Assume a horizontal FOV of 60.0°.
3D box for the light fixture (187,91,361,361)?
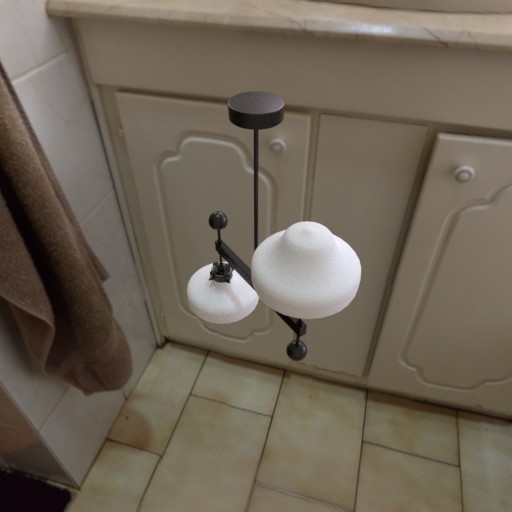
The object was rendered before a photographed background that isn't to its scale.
[{"bbox_3d":[0.000,0.000,1.044,0.489,0.743,0.422,12,43,13],"label":"light fixture"}]
